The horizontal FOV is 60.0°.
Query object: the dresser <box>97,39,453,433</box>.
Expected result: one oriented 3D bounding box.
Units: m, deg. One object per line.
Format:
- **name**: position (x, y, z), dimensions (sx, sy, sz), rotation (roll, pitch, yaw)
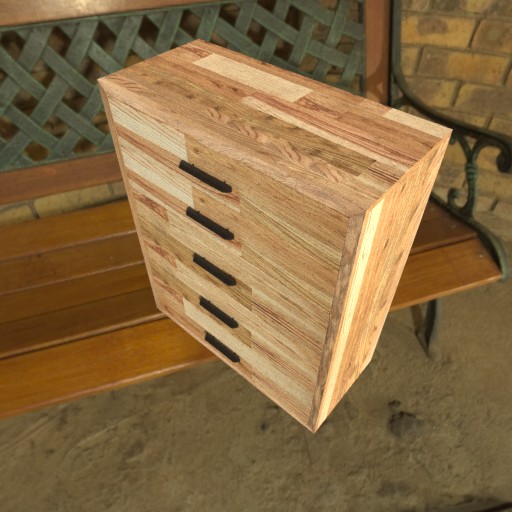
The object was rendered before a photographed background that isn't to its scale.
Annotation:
- **dresser**: position (0.000, 0.000, 1.714), dimensions (0.966, 1.243, 0.480), rotation (32, 54, 27)
